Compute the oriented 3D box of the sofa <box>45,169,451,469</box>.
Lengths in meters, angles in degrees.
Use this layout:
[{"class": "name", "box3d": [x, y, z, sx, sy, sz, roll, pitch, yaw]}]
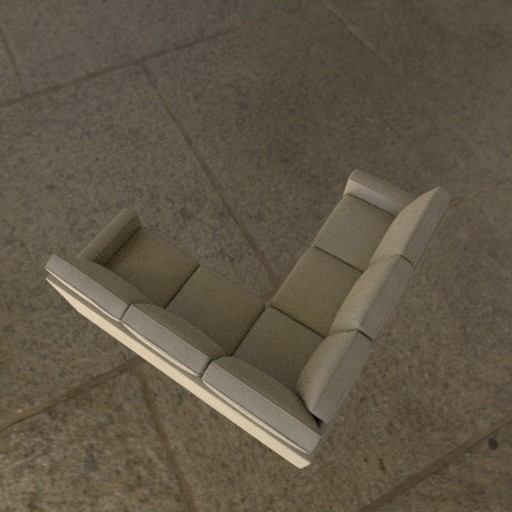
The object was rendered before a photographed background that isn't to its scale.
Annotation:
[{"class": "sofa", "box3d": [0.000, 0.000, 3.493, 2.211, 0.936, 2.188, 30, 66, 15]}]
